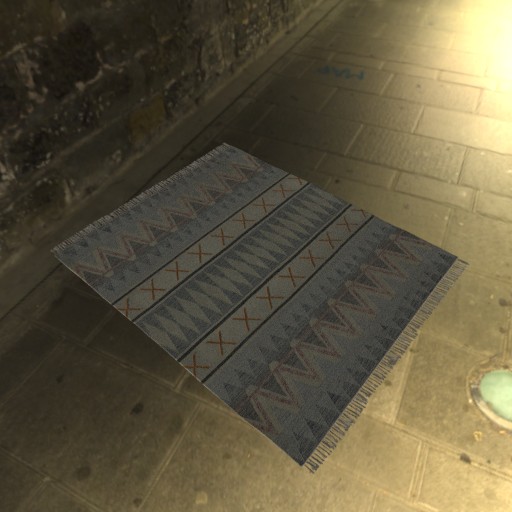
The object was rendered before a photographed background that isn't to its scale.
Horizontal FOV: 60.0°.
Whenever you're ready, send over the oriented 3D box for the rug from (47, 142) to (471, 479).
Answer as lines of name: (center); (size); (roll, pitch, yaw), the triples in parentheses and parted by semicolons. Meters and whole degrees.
rug: (0.000, 0.000, 3.968); (3.000, 0.012, 2.371); (32, 54, 27)
